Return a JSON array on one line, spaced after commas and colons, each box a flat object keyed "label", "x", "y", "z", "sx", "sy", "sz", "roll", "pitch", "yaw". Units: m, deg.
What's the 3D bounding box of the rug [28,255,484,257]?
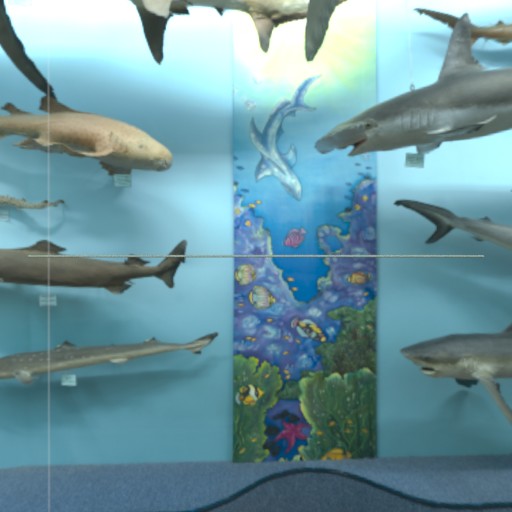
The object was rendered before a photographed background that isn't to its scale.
[{"label": "rug", "x": 0.000, "y": 0.000, "z": 2.751, "sx": 2.388, "sy": 0.012, "sz": 0.864, "roll": 0, "pitch": 0, "yaw": 0}]
